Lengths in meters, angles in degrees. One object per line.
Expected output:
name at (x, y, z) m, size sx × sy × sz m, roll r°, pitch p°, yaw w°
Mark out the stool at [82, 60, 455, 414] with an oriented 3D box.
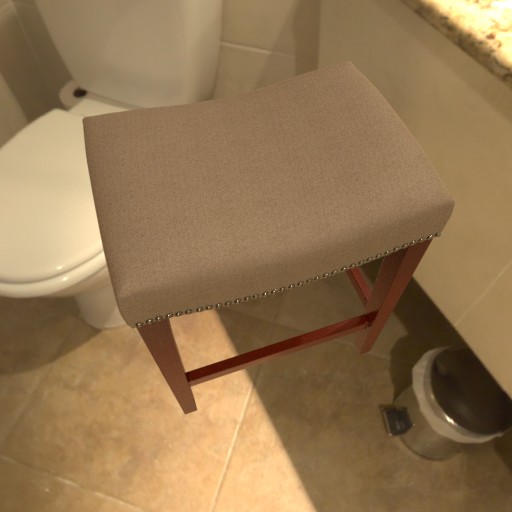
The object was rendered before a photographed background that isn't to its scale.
stool at (0.000, 0.000, 0.934) m, size 0.509 × 0.632 × 0.375 m, roll -16°, pitch 59°, yaw -10°
